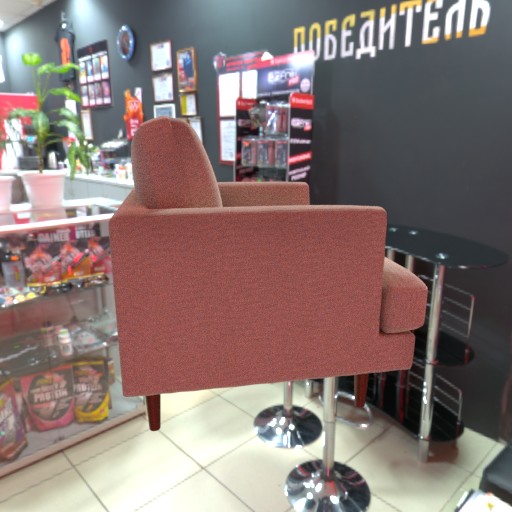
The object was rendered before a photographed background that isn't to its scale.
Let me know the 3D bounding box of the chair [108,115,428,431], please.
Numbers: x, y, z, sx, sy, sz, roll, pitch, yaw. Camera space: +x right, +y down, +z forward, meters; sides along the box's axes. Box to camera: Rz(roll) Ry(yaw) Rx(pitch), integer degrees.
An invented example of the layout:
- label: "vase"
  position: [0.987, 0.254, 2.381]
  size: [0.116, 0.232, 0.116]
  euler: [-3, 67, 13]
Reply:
- label: "chair"
  position: [0.000, 0.000, 1.611]
  size: [0.899, 0.957, 0.858]
  euler: [-3, 15, -10]
